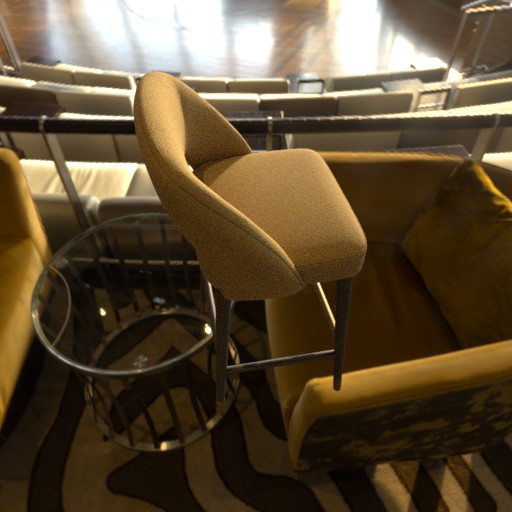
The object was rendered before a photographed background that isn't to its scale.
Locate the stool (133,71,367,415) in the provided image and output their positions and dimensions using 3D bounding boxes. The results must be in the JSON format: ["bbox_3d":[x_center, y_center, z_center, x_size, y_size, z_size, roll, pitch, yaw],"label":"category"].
[{"bbox_3d":[0.000,0.000,1.314,0.522,1.032,0.536,-9,48,-8],"label":"stool"}]
